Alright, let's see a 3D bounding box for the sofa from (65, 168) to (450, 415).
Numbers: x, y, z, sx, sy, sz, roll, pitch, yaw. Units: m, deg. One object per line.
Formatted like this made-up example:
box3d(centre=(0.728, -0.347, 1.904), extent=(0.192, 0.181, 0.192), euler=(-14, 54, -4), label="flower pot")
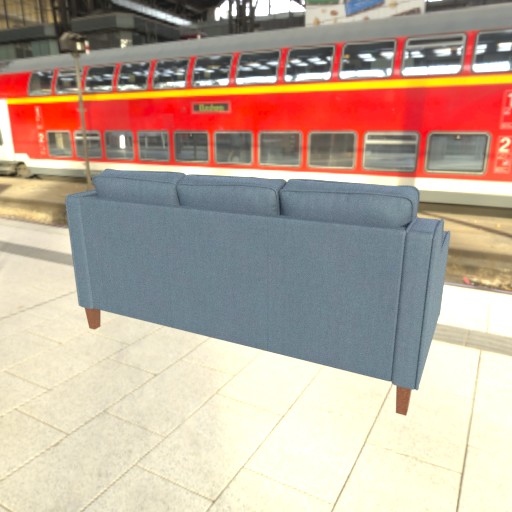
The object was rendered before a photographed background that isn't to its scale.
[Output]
box3d(centre=(0.000, 0.000, 2.565), extent=(1.986, 0.974, 0.911), euler=(8, 18, 26), label="sofa")
